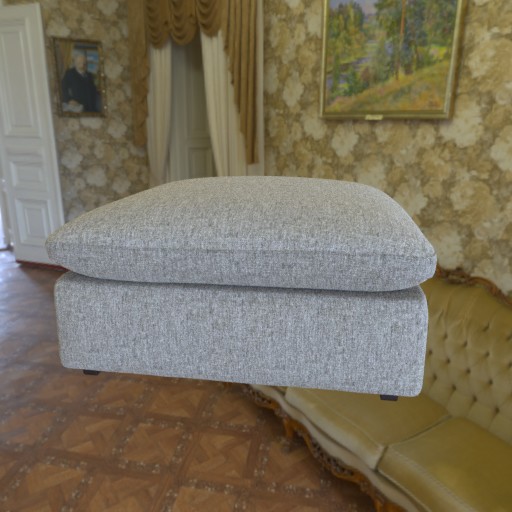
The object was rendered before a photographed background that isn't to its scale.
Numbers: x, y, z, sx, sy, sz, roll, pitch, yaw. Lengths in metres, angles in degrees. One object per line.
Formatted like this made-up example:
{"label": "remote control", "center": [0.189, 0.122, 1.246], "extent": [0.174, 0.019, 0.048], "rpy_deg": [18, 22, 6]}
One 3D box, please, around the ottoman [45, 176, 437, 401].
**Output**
{"label": "ottoman", "center": [0.000, 0.000, 1.615], "extent": [1.039, 0.526, 1.035], "rpy_deg": [2, 16, 8]}
